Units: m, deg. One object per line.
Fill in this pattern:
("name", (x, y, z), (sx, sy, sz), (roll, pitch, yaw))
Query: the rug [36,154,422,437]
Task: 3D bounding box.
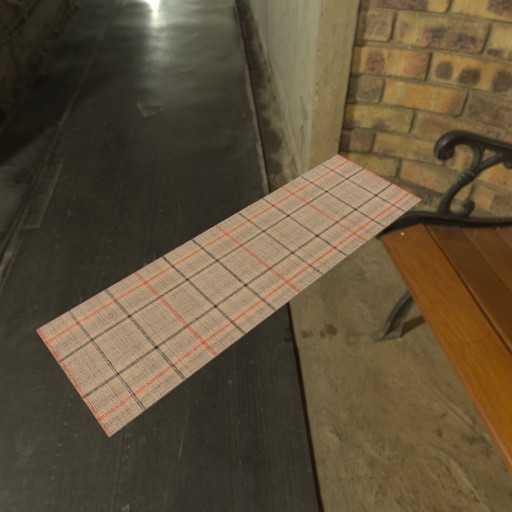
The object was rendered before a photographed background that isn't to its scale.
("rug", (0.000, 0.000, 2.709), (2.439, 0.008, 0.762), (-33, 55, -28))
